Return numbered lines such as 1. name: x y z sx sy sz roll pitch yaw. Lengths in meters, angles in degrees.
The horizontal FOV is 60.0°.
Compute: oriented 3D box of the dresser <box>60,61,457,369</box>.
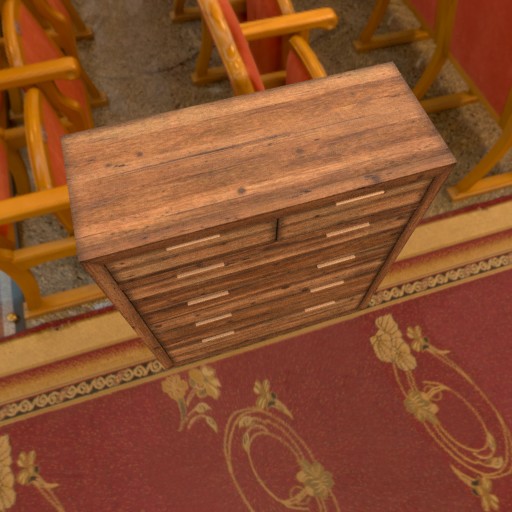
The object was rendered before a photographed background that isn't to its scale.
1. dresser: 0.000 0.000 1.884 1.067 1.359 0.438 -15 64 -8
